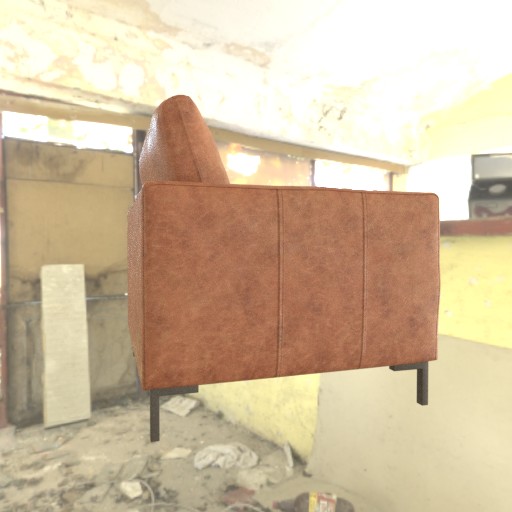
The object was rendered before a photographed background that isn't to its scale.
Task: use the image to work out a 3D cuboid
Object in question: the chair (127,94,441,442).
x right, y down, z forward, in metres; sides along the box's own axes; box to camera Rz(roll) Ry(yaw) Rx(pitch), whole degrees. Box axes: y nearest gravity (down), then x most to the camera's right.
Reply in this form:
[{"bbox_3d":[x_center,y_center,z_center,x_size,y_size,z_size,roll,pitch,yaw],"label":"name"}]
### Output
[{"bbox_3d":[0.000,0.000,1.602,0.862,0.869,0.967,0,1,-18],"label":"chair"}]
